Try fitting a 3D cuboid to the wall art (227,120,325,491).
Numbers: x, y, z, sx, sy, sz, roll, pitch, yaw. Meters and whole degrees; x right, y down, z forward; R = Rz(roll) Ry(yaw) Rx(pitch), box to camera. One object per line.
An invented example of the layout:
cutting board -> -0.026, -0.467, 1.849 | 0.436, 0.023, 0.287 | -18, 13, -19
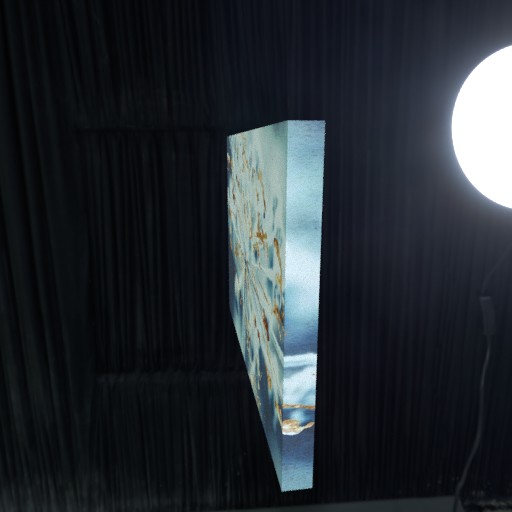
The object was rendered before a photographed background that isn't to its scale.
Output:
wall art -> 0.000, 0.000, 0.751 | 0.036, 0.405, 0.607 | -2, 14, -9
